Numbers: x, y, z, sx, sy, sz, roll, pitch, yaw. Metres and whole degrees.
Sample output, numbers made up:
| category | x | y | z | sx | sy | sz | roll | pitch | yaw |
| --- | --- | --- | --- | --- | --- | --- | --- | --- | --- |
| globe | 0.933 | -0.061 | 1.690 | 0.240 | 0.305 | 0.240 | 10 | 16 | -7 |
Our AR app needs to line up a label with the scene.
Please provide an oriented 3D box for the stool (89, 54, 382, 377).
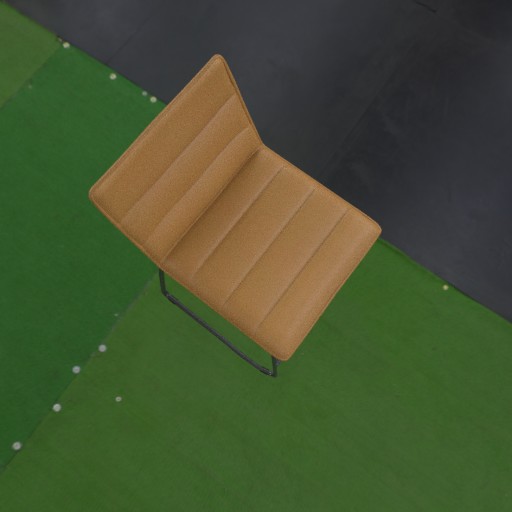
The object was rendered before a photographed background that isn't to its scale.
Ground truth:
| category | x | y | z | sx | sy | sz | roll | pitch | yaw |
| --- | --- | --- | --- | --- | --- | --- | --- | --- | --- |
| stool | 0.000 | 0.000 | 1.247 | 0.524 | 0.936 | 0.489 | 37 | 78 | 9 |
